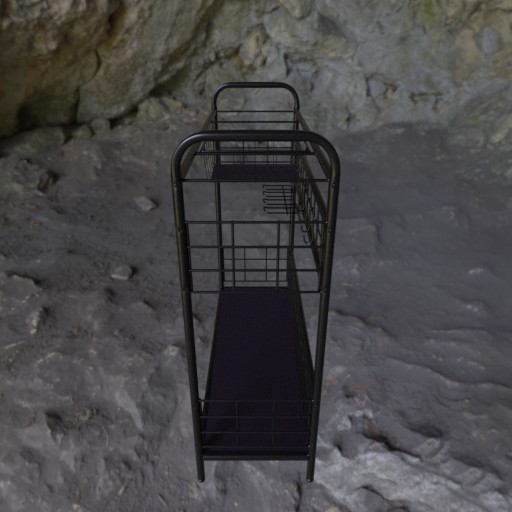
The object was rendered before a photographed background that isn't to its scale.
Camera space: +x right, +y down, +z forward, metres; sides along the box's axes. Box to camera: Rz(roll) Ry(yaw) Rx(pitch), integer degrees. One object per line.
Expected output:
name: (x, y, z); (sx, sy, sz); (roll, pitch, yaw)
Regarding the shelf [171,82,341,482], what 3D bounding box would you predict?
shelf: (0.000, 0.000, 1.515); (0.350, 1.026, 0.961); (0, 27, 0)
